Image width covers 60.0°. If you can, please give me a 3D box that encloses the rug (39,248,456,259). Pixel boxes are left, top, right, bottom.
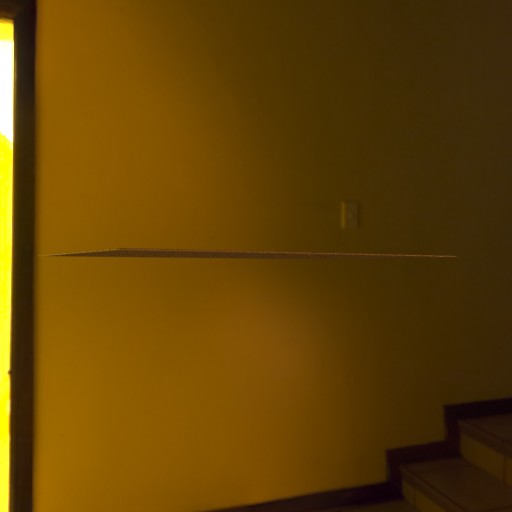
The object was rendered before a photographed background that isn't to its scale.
[{"bbox_3d":[0.000,0.000,3.034,2.438,0.008,1.523,1,-1,-37],"label":"rug"}]
